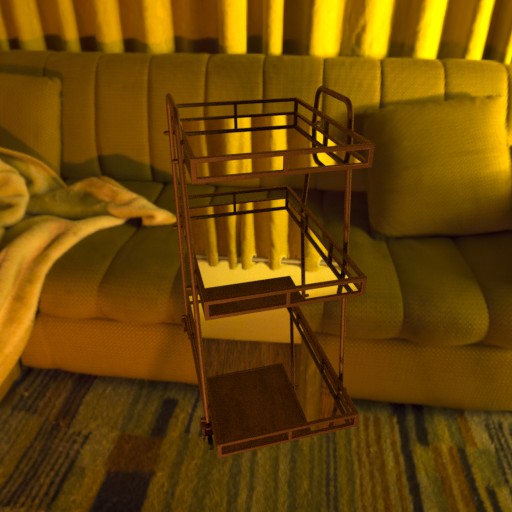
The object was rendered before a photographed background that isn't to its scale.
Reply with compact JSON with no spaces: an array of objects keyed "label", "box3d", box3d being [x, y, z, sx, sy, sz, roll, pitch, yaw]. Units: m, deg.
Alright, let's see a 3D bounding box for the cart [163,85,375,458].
[{"label":"cart","box3d":[0.000,0.000,1.271,0.441,0.883,0.711,-8,32,-12]}]
